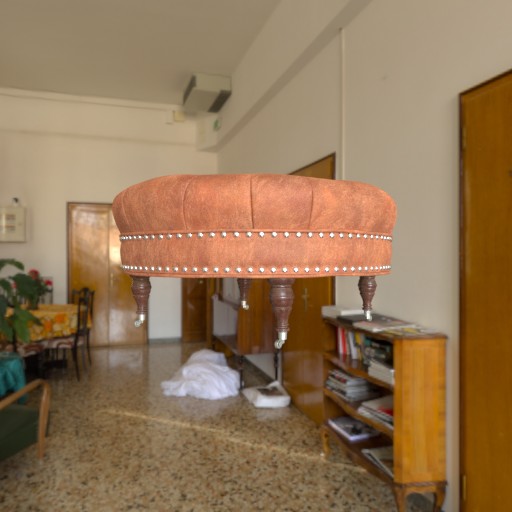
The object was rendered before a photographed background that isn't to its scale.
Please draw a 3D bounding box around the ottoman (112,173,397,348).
[{"bbox_3d":[0.000,0.000,1.452,0.901,0.444,0.901,0,0,0],"label":"ottoman"}]
